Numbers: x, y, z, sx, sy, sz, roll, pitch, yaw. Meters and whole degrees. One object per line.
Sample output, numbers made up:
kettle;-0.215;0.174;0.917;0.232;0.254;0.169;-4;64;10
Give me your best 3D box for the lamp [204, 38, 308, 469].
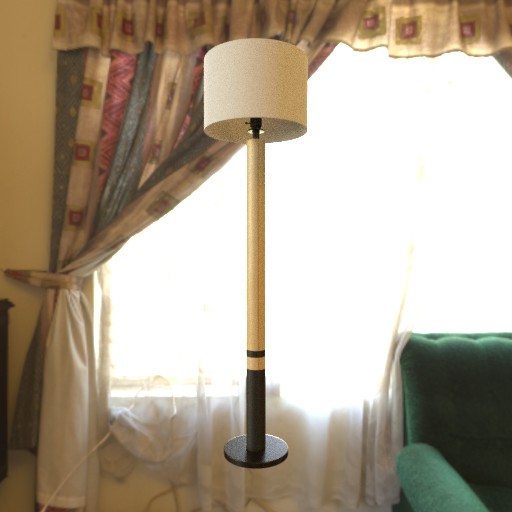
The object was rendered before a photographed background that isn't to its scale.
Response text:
lamp;0.000;0.000;1.651;0.381;1.478;0.381;0;1;-17
